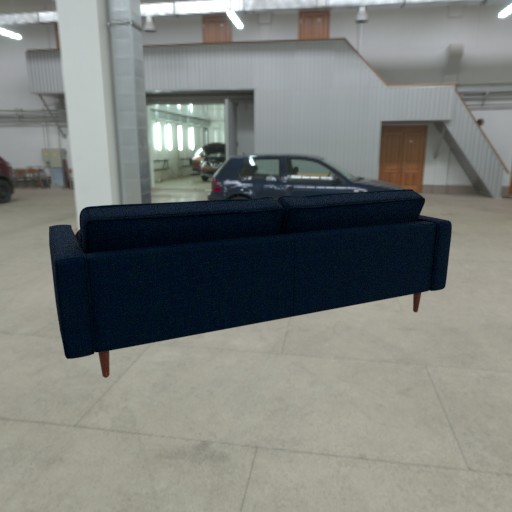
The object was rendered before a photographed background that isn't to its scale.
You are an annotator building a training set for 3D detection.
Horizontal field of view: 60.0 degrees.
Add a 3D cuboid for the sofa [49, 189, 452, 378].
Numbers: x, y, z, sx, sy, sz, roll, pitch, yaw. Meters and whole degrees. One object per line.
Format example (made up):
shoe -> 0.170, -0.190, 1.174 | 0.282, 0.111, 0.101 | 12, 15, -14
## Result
sofa -> 0.000, 0.000, 2.640 | 2.210, 0.762, 0.914 | -7, 15, -25
